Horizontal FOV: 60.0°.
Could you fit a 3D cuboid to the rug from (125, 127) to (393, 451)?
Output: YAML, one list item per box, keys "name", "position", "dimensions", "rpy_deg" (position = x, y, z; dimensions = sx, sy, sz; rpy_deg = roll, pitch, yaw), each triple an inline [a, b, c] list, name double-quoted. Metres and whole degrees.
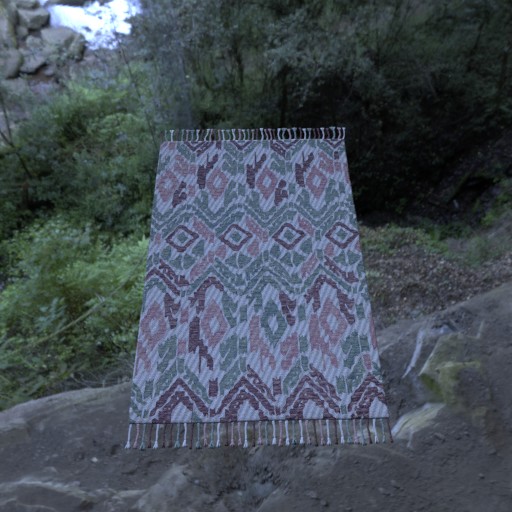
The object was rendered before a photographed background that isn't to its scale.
- name: "rug"
  position: [0.000, 0.000, 3.041]
  dimensions: [1.524, 0.011, 2.438]
  rpy_deg: [-1, 60, -1]
